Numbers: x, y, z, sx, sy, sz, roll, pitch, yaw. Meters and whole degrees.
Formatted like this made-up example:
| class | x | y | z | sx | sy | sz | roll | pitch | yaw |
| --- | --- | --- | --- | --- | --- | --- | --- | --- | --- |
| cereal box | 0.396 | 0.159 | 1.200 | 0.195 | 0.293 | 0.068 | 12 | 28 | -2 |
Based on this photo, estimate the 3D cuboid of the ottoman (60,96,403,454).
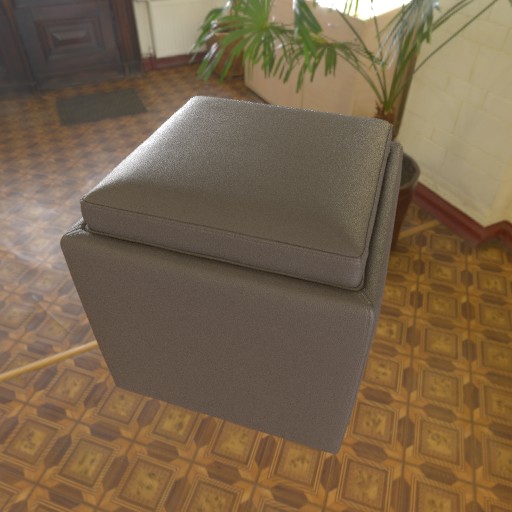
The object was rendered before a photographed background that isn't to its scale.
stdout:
| class | x | y | z | sx | sy | sz | roll | pitch | yaw |
| --- | --- | --- | --- | --- | --- | --- | --- | --- | --- |
| ottoman | 0.000 | 0.000 | 0.817 | 0.451 | 0.460 | 0.450 | 12 | 43 | 13 |
